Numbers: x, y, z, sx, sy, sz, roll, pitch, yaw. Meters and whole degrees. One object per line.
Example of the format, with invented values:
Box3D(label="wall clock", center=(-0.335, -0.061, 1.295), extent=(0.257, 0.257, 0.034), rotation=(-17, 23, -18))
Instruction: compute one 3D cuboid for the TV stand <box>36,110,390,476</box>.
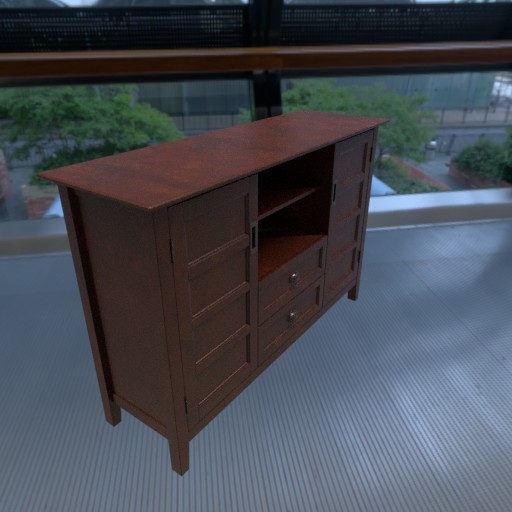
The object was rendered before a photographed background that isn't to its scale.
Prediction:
Box3D(label="TV stand", center=(0.000, 0.000, 1.757), extent=(0.445, 0.915, 1.372), rotation=(18, 32, 32))
